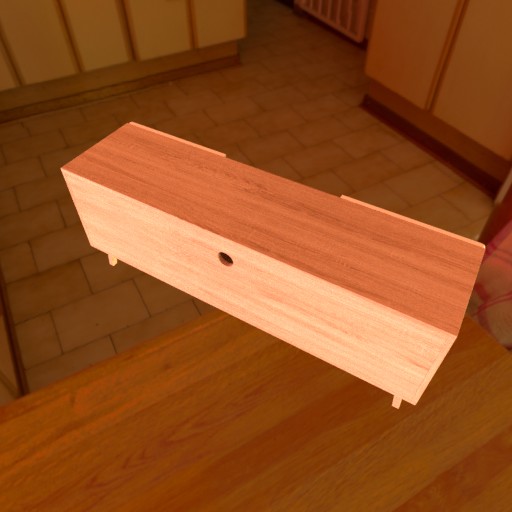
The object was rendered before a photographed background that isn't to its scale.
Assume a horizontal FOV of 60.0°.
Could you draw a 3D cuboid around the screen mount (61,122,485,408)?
[{"bbox_3d":[0.000,0.000,1.782,1.500,0.570,0.420,23,51,20],"label":"screen mount"}]
